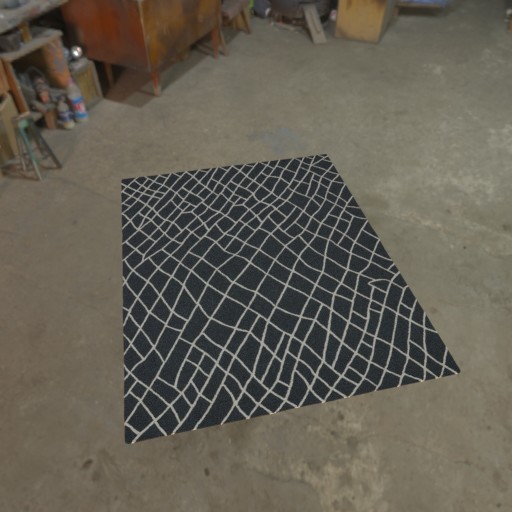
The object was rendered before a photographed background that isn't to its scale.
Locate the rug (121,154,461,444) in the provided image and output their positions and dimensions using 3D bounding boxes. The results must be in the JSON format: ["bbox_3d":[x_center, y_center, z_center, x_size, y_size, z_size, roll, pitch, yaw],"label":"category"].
[{"bbox_3d":[0.000,0.000,4.132,2.439,0.022,3.047,-9,46,-9],"label":"rug"}]
